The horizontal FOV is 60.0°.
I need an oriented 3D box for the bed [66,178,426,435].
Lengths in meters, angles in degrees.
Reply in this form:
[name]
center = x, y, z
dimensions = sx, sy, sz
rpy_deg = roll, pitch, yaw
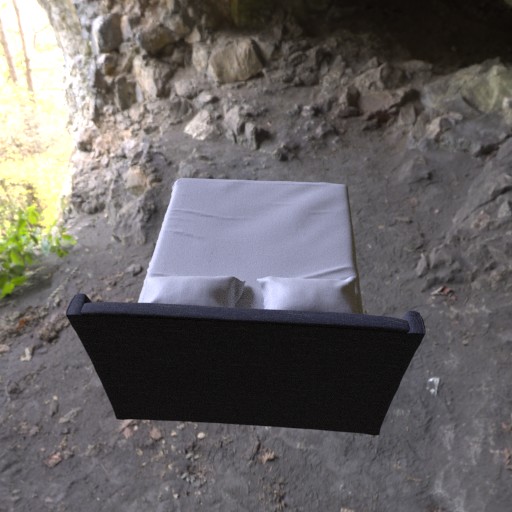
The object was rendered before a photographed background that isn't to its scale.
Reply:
[bed]
center = 0.000, 0.000, 3.554
dimensions = 1.925, 1.332, 2.276
rpy_deg = 3, 46, 3
